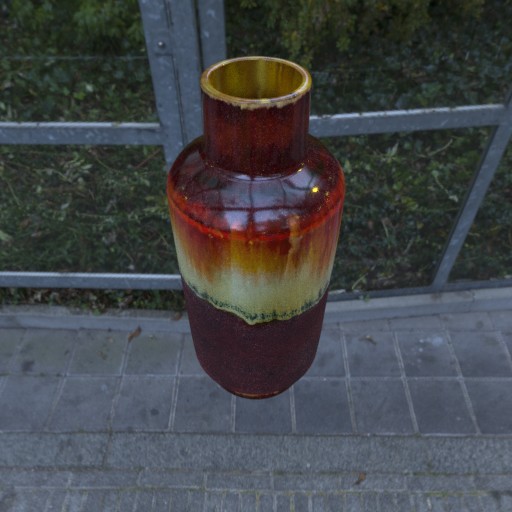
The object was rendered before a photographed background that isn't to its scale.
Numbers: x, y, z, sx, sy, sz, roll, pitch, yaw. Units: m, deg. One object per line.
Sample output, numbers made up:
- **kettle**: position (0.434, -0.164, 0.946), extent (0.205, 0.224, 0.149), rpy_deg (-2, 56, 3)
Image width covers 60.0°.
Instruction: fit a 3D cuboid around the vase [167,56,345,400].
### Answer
- **vase**: position (0.000, 0.000, 0.320), extent (0.111, 0.261, 0.111), rpy_deg (0, 45, 0)
